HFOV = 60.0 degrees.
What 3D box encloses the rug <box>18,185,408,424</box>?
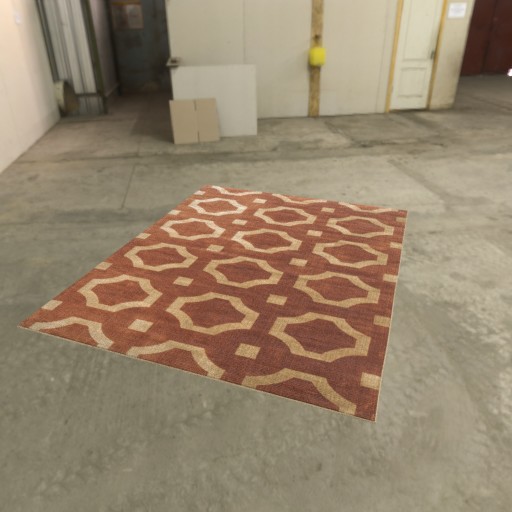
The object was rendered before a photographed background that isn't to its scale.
[{"bbox_3d":[0.000,0.000,3.992,2.466,0.021,3.049,10,30,17],"label":"rug"}]
